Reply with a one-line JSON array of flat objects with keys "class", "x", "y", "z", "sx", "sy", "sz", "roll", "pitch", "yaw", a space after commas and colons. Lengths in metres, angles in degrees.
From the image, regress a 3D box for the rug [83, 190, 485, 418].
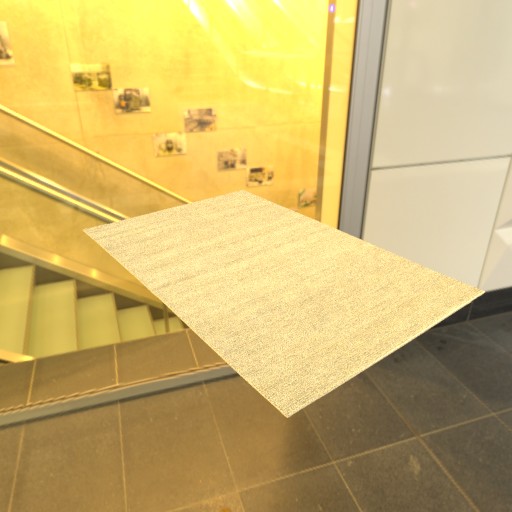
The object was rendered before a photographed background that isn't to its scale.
[{"class": "rug", "x": 0.000, "y": 0.000, "z": 2.289, "sx": 1.179, "sy": 0.022, "sz": 1.820, "roll": -19, "pitch": 32, "yaw": -33}]
